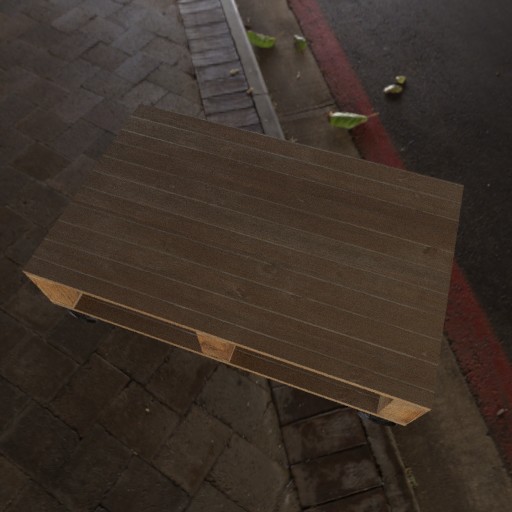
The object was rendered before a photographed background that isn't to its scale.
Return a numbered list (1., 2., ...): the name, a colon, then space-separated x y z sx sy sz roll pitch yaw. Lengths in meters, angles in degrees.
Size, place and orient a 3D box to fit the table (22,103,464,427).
1. table: 0.000 0.000 1.687 1.299 0.413 0.827 17 61 10
